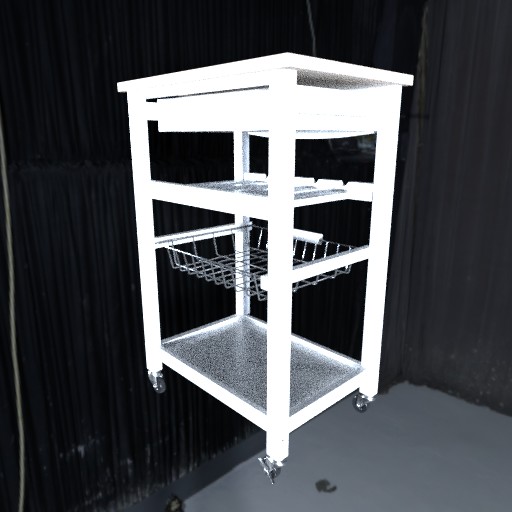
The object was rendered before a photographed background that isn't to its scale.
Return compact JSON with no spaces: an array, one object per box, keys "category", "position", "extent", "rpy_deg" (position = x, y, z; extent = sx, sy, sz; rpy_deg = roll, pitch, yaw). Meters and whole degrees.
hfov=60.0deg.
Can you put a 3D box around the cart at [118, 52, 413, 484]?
[{"category":"cart","position":[0.000,0.000,1.151],"extent":[0.406,0.857,0.578],"rpy_deg":[-14,20,-41]}]
